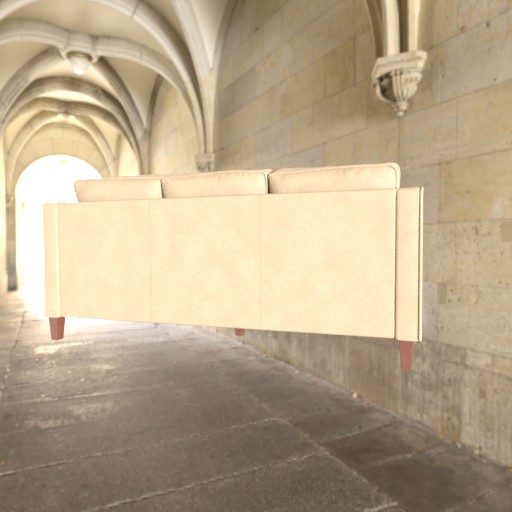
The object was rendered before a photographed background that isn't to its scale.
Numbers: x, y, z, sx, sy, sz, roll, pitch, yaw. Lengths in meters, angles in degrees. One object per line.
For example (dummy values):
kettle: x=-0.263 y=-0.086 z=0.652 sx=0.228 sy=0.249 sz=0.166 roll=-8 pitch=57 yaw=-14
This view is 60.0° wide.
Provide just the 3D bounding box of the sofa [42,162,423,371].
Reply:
sofa: x=0.000 y=0.000 z=3.338 sx=2.317 sy=1.066 sz=1.858 roll=0 pitch=1 yaw=19
